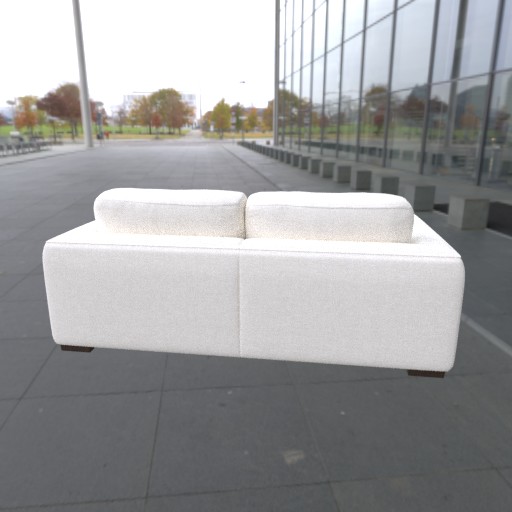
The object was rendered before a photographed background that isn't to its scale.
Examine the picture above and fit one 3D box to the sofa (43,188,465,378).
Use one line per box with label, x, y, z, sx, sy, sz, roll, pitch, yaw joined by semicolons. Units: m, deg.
sofa;0.000;0.000;2.483;1.920;0.801;1.069;2;16;8
